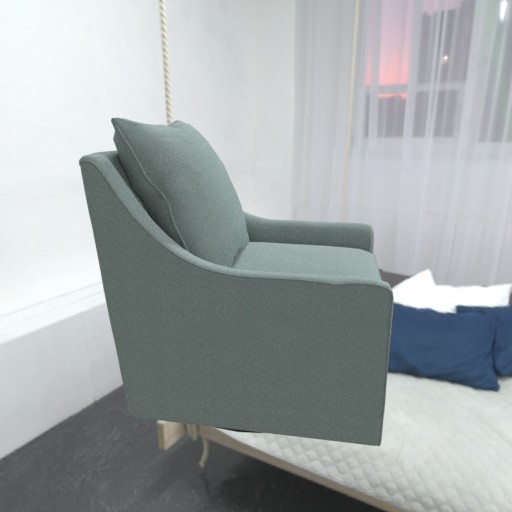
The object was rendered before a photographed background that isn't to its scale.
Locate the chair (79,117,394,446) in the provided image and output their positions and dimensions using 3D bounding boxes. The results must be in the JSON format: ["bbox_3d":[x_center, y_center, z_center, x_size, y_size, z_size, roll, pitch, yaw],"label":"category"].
[{"bbox_3d":[0.000,0.000,1.563,0.870,0.926,0.760,3,16,10],"label":"chair"}]
